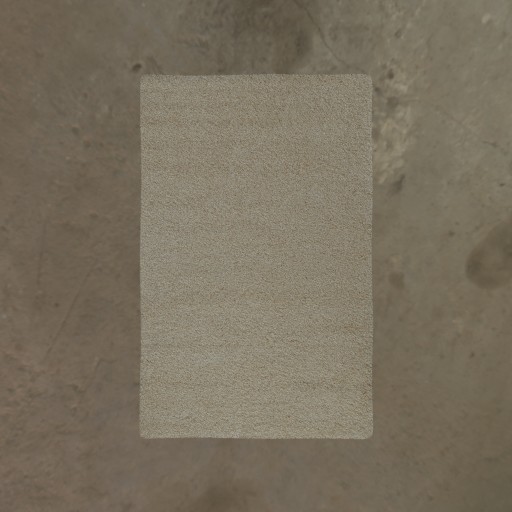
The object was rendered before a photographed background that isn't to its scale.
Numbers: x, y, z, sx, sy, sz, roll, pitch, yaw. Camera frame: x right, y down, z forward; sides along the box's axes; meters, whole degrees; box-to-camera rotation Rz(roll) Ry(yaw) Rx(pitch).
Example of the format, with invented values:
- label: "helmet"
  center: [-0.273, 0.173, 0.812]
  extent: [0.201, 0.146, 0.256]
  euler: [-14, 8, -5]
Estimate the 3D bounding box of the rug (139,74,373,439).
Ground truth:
- label: "rug"
  center: [0.000, 0.000, 2.865]
  extent: [1.500, 0.026, 2.349]
  euler: [0, 90, 0]
